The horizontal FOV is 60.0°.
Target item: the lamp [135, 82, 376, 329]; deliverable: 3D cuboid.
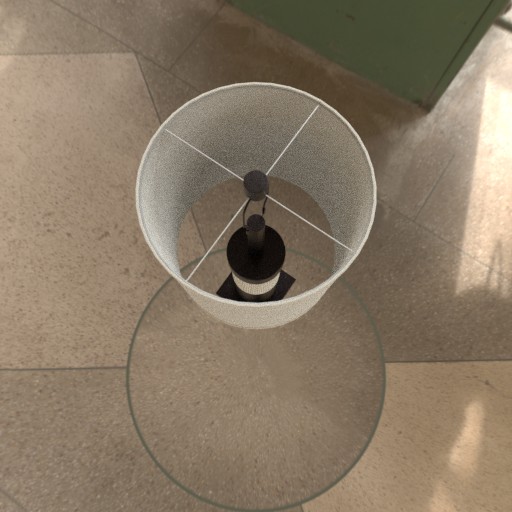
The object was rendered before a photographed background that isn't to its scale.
[{"bbox_3d":[0.000,0.000,0.620,0.211,0.509,0.211,34,78,8],"label":"lamp"}]
